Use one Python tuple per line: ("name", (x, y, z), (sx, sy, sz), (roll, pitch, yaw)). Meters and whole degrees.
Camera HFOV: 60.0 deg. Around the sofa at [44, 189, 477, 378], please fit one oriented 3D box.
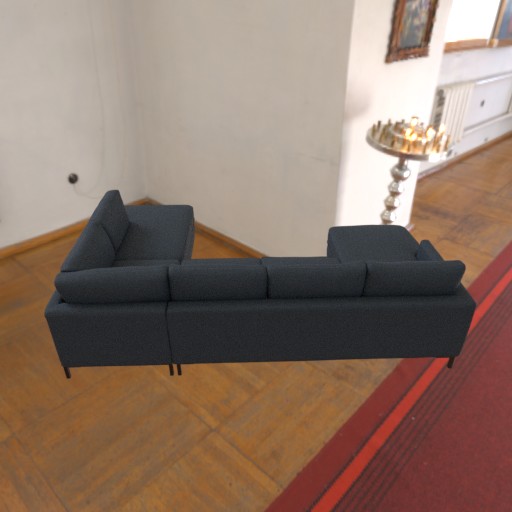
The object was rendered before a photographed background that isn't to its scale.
("sofa", (0.000, 0.000, 3.894), (2.975, 0.858, 1.984), (-1, 32, -2))
